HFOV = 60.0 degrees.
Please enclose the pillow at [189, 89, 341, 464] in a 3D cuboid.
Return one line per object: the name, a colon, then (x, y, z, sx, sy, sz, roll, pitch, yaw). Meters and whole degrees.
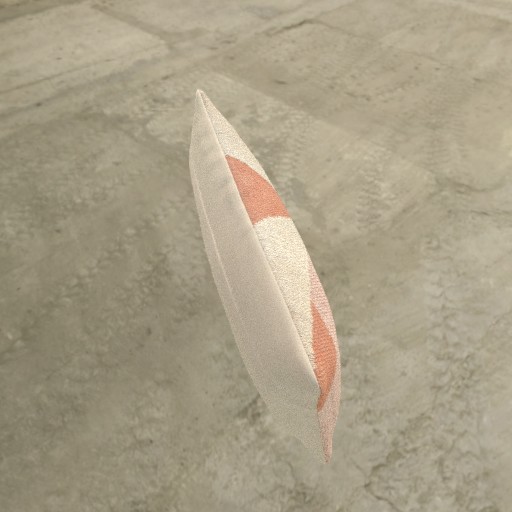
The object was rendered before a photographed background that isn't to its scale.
pillow: (0.000, 0.000, 0.717, 0.155, 0.292, 0.609, -12, 47, -11)
